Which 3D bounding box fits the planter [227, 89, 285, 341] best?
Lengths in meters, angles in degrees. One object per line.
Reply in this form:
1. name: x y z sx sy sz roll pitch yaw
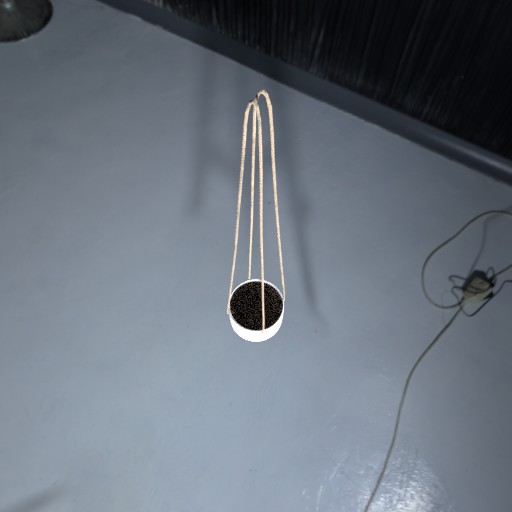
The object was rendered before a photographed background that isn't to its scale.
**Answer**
1. planter: 0.000 0.000 0.890 0.146 0.841 0.146 29 68 13
